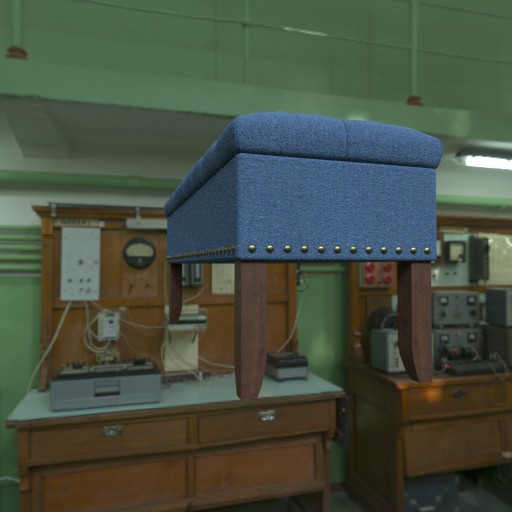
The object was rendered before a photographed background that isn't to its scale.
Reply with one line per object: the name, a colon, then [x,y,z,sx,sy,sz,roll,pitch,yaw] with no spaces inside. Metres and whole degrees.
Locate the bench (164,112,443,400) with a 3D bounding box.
bench: [0.000,0.000,1.264,0.417,0.492,1.052,0,-1,-18]
